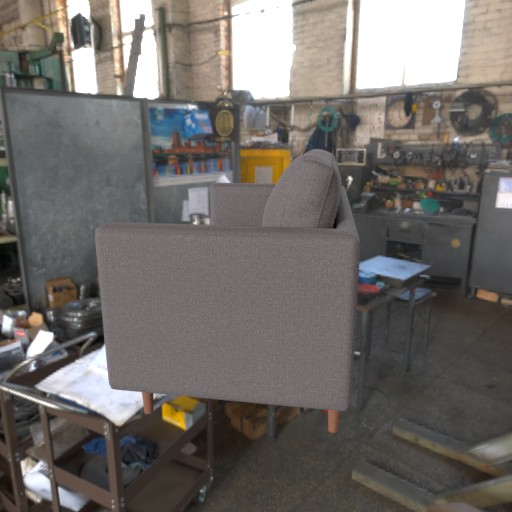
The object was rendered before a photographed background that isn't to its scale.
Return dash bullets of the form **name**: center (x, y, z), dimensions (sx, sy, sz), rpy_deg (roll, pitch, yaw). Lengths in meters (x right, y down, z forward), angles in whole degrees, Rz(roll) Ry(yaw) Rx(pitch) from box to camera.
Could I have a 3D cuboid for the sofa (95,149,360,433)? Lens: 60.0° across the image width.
- **sofa**: center (0.000, 0.000, 1.966), dimensions (0.796, 0.908, 1.430), rpy_deg (2, 15, 9)
